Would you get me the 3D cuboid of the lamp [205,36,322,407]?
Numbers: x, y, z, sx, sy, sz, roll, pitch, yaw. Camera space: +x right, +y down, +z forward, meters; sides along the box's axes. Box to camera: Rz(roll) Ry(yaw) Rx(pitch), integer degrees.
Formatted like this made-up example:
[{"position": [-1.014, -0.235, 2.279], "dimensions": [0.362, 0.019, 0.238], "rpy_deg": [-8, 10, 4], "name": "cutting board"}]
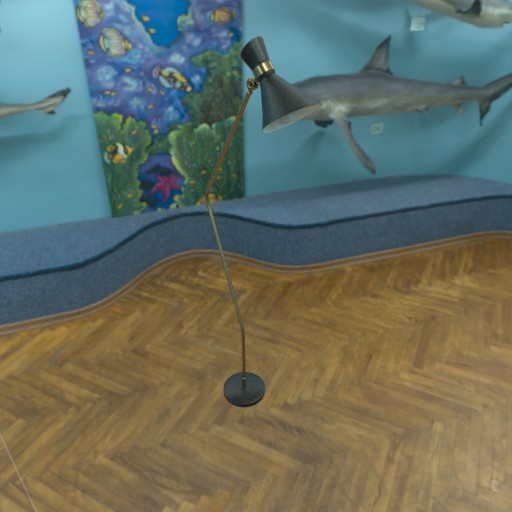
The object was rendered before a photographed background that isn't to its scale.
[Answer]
[{"position": [0.000, 0.000, 1.605], "dimensions": [0.277, 1.438, 0.467], "rpy_deg": [-9, 33, -14], "name": "lamp"}]
